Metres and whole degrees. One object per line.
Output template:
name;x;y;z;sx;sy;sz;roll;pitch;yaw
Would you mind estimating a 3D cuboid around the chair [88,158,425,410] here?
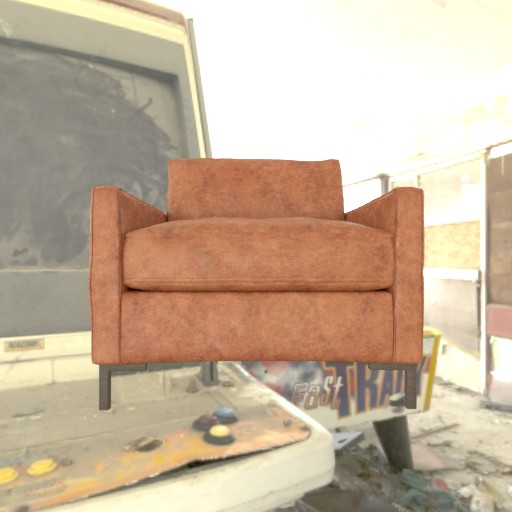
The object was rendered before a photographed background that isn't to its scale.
chair;0.000;0.000;1.639;0.967;0.869;0.862;0;0;-1
